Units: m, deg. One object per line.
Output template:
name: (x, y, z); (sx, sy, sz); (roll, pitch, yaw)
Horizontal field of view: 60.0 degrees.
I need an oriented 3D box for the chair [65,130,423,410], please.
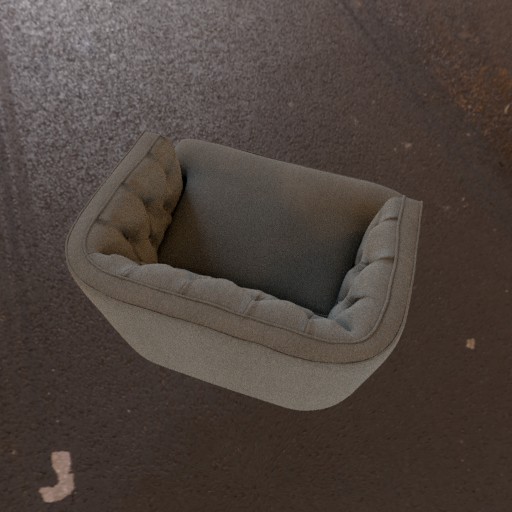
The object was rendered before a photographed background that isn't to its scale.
chair: (0.000, 0.000, 1.748); (1.094, 0.852, 0.945); (16, 63, 8)
